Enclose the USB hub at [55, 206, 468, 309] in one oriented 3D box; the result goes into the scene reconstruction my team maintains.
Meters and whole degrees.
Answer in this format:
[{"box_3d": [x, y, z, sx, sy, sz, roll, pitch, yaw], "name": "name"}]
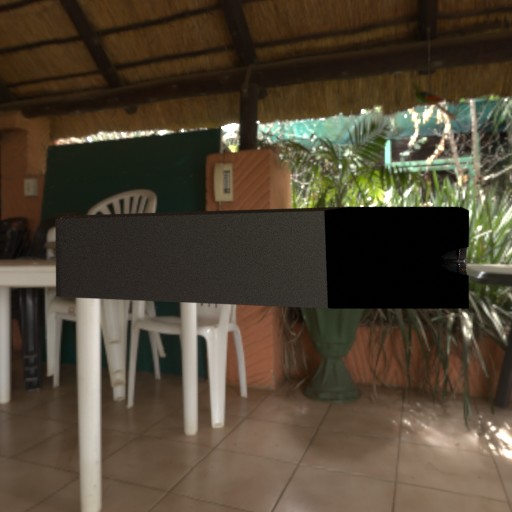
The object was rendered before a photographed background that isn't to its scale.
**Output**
[{"box_3d": [0.000, 0.000, 0.129, 0.110, 0.023, 0.044, 0, 1, 19], "name": "USB hub"}]
